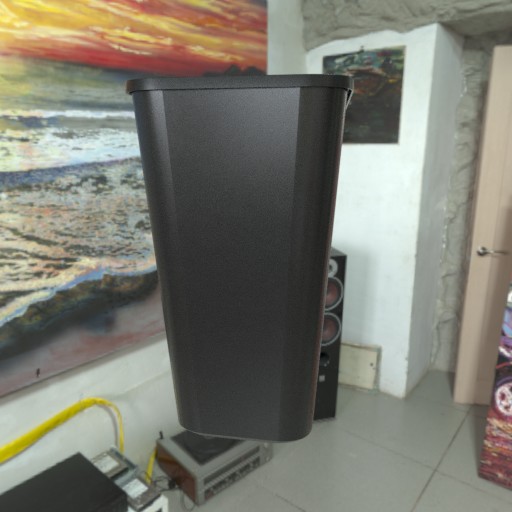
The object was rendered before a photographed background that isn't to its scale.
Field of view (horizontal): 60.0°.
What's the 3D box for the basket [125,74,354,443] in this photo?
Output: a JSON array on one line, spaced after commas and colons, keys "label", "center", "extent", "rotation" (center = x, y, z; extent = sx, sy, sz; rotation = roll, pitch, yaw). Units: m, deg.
[{"label": "basket", "center": [0.000, 0.000, 0.756], "extent": [0.287, 0.521, 0.394], "rotation": [2, 14, 9]}]
